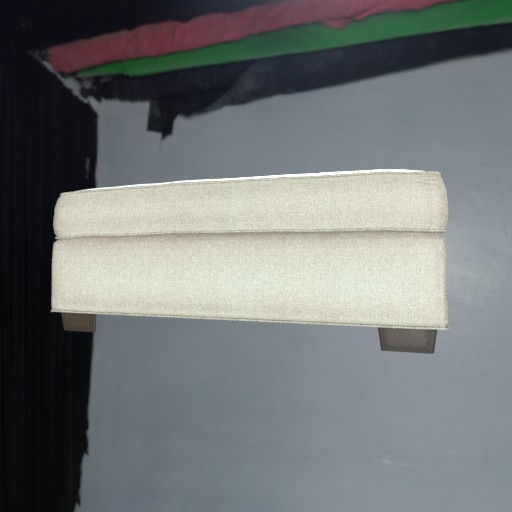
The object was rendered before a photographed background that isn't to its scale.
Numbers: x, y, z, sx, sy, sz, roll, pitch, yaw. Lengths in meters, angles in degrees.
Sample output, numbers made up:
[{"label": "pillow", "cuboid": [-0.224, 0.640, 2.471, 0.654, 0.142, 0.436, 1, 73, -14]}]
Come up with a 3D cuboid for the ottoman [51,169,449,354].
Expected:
[{"label": "ottoman", "cuboid": [0.000, 0.000, 1.428, 1.097, 0.448, 0.617, 0, 0, 19]}]
